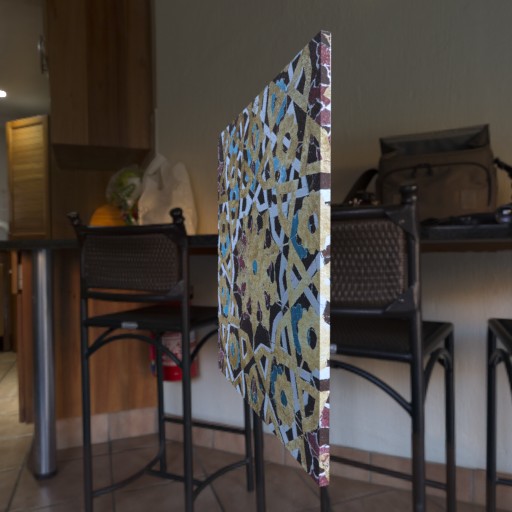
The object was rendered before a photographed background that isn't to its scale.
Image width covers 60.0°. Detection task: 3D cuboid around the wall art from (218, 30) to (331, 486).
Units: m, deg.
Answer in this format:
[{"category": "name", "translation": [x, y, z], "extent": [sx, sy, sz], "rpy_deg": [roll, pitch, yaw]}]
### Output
[{"category": "wall art", "translation": [0.000, 0.000, 0.588], "extent": [0.010, 0.406, 0.404], "rpy_deg": [0, 2, -18]}]
